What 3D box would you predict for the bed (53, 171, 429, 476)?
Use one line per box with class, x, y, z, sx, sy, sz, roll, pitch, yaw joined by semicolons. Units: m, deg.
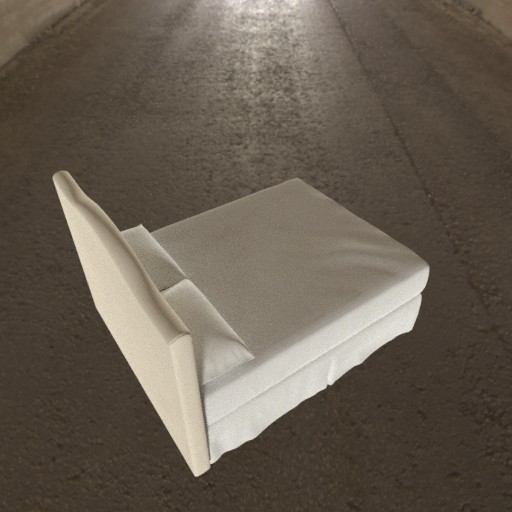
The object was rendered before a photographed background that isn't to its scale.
bed;0.000;0.000;3.292;2.143;1.460;1.753;-24;46;-26
